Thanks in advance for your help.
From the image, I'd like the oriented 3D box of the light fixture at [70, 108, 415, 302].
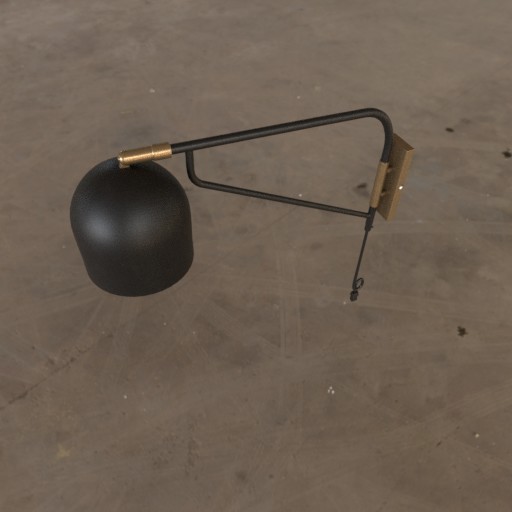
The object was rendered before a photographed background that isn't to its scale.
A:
[{"bbox_3d":[0.000,0.000,1.044,0.720,0.696,0.215,-18,49,-16],"label":"light fixture"}]
